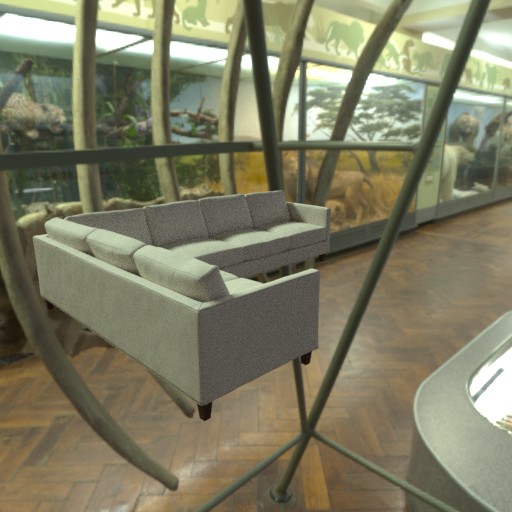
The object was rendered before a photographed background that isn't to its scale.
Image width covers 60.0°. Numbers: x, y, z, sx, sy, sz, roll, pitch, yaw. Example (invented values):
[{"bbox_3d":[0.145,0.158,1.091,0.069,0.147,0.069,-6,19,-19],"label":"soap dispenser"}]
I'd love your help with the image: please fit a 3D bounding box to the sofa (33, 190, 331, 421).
[{"bbox_3d":[0.000,0.000,4.207,3.182,0.863,2.432,-15,21,-43],"label":"sofa"}]
